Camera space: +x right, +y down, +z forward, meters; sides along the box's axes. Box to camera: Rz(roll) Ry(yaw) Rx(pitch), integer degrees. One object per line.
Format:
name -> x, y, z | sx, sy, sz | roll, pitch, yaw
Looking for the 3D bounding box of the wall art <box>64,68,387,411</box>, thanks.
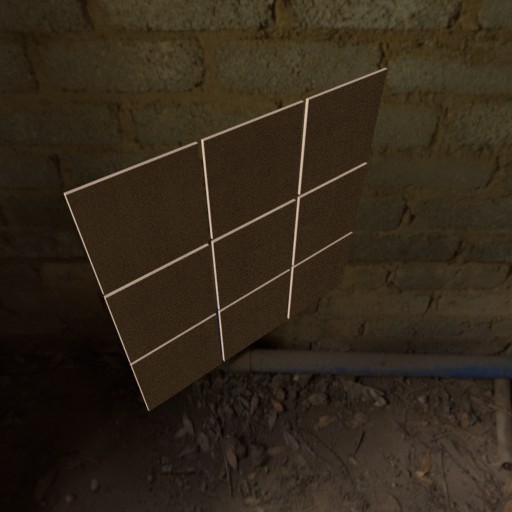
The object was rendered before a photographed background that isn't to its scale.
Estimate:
wall art -> 0.000, 0.000, 1.812 | 1.219, 1.218, 0.013 | -29, 53, -25
